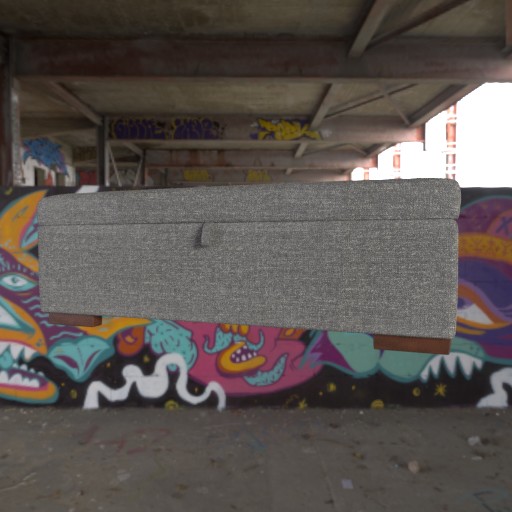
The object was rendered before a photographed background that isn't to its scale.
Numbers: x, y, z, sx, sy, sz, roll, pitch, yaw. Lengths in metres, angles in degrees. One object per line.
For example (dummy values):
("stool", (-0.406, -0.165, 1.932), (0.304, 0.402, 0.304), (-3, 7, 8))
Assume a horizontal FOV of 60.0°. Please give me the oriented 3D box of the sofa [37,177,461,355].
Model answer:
("sofa", (0.000, 0.000, 1.518), (1.198, 0.417, 0.782), (1, 2, 20))
